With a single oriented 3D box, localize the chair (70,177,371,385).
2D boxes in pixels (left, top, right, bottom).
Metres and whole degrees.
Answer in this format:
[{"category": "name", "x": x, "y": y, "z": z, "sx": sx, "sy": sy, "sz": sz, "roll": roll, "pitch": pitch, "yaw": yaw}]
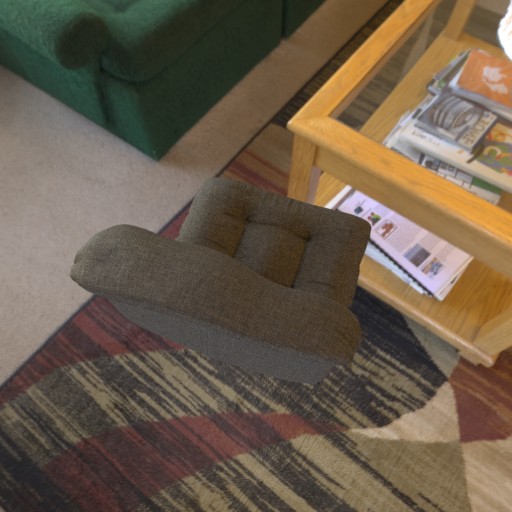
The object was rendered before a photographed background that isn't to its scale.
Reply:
[{"category": "chair", "x": 0.000, "y": 0.000, "z": 1.217, "sx": 0.597, "sy": 0.749, "sz": 0.668, "roll": 18, "pitch": 64, "yaw": 9}]
